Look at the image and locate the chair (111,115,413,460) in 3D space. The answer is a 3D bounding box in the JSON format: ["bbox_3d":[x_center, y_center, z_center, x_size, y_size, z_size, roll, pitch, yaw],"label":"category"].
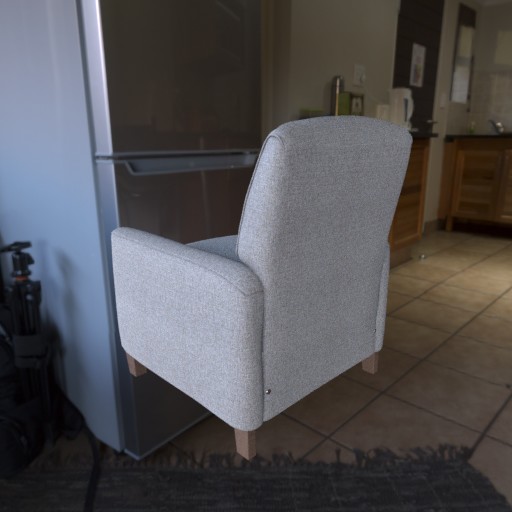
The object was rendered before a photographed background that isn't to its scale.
[{"bbox_3d":[0.000,0.000,1.705,0.848,1.014,0.864,-15,22,-42],"label":"chair"}]
